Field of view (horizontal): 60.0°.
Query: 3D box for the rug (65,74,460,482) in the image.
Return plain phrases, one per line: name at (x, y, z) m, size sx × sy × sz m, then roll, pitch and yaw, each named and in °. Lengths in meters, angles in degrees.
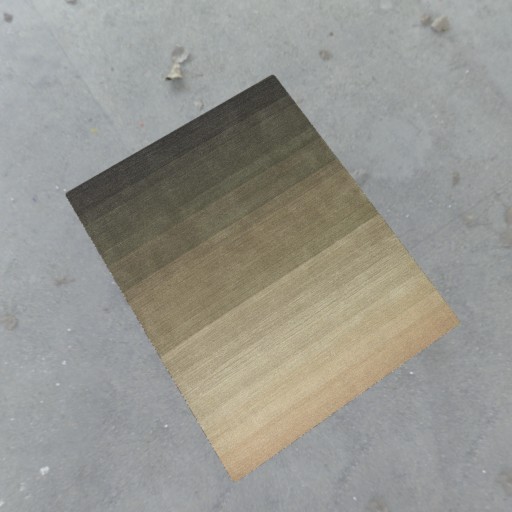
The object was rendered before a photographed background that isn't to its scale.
rug at (0.000, 0.000, 3.918) m, size 2.305 × 0.017 × 2.902 m, roll -32°, pitch 78°, yaw -7°
